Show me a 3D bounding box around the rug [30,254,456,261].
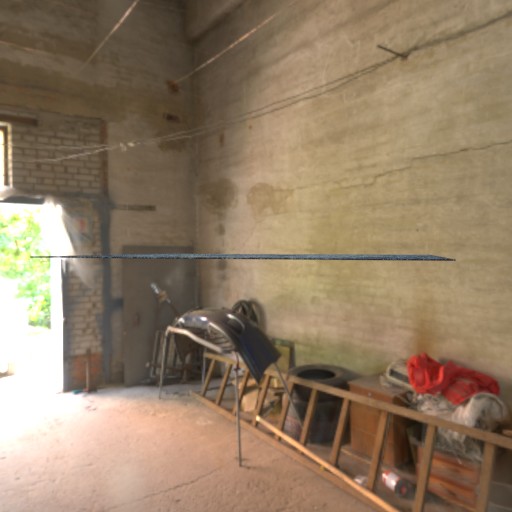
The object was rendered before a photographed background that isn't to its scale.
[{"bbox_3d":[0.000,0.000,2.373,1.828,0.005,1.219,0,1,18],"label":"rug"}]
